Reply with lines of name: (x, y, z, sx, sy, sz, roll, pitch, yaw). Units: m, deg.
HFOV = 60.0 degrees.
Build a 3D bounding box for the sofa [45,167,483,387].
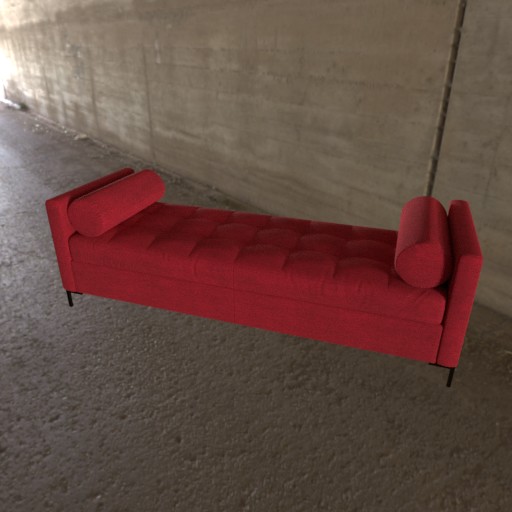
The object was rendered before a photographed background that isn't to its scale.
sofa: (0.000, 0.000, 2.309, 1.981, 0.635, 0.686, 9, 27, 17)
